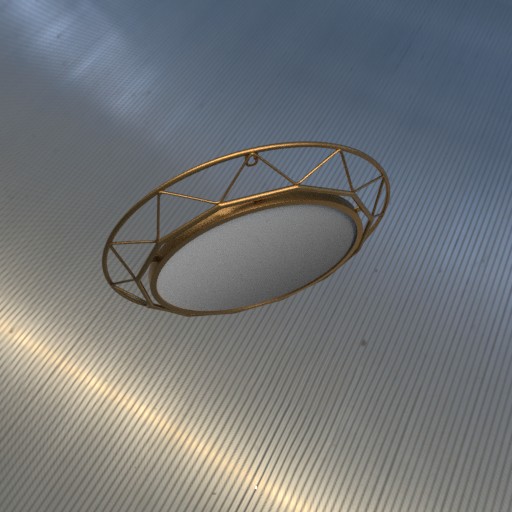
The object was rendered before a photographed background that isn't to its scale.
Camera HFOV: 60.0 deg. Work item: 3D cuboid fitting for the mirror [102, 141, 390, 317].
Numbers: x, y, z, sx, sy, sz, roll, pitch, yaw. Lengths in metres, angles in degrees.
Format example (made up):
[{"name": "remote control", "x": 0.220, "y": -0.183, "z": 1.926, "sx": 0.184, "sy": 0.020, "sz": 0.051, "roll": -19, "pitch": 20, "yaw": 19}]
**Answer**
[{"name": "mirror", "x": 0.000, "y": 0.000, "z": 0.692, "sx": 0.454, "sy": 0.454, "sz": 0.043, "roll": -15, "pitch": 63, "yaw": -8}]
